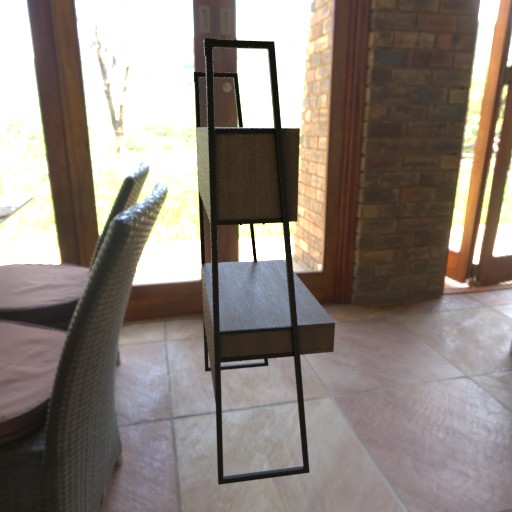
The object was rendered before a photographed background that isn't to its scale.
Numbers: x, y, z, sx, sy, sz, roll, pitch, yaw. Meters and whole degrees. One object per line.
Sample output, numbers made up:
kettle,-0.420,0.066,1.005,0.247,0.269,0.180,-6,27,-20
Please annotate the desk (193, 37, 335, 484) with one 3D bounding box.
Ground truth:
desk,0.000,0.000,2.217,0.515,1.809,0.982,-3,17,-9
